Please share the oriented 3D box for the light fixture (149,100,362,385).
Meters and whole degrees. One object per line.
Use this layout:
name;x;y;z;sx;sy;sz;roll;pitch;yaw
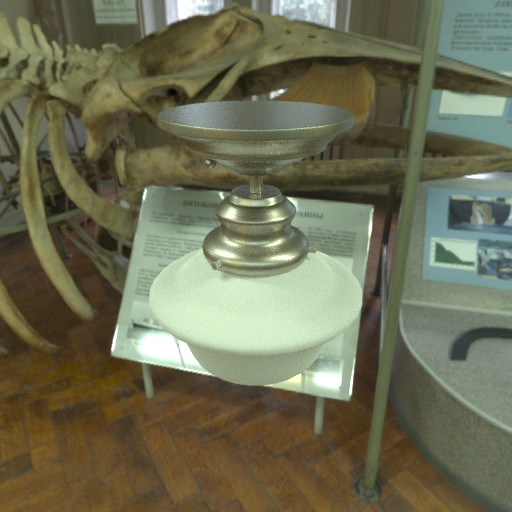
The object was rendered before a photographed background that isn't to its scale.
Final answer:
light fixture;0.000;0.000;0.407;0.199;0.254;0.199;0;26;0
